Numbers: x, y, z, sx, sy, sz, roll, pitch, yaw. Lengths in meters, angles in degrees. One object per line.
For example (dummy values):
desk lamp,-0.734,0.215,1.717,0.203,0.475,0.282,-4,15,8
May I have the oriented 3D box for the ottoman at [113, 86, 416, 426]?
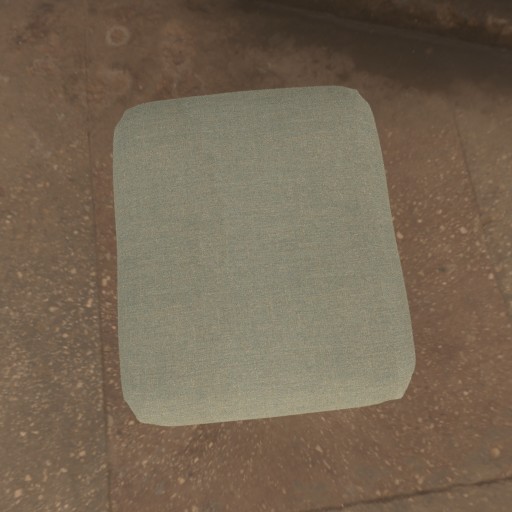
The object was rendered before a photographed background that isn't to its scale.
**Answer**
ottoman,0.000,0.000,1.119,0.622,0.450,0.747,-6,77,-1
